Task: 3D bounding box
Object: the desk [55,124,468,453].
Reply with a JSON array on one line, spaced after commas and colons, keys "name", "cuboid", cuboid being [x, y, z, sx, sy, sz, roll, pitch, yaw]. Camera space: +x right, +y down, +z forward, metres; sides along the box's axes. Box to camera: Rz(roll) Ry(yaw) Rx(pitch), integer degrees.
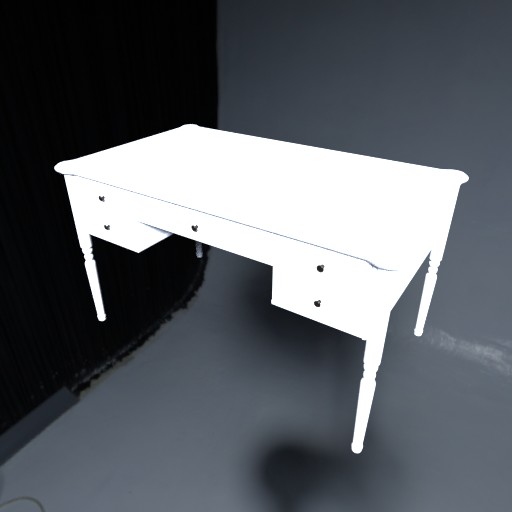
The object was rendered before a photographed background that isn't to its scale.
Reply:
[{"name": "desk", "cuboid": [0.000, 0.000, 1.859, 1.380, 0.762, 0.807, 18, 35, 29]}]
